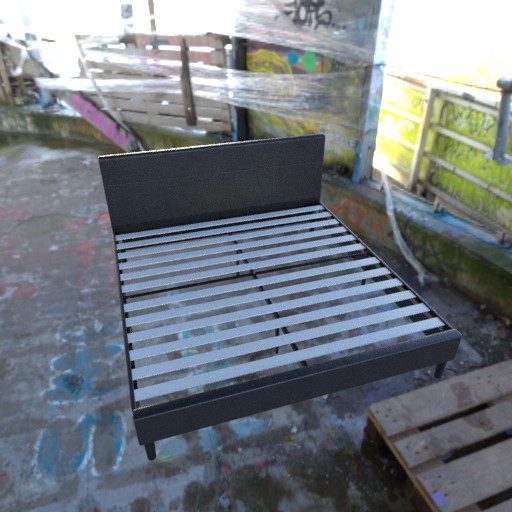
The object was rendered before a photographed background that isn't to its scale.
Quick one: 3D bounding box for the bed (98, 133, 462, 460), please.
[{"bbox_3d":[0.000,0.000,3.296,2.018,1.046,2.152,-10,33,-15],"label":"bed"}]
